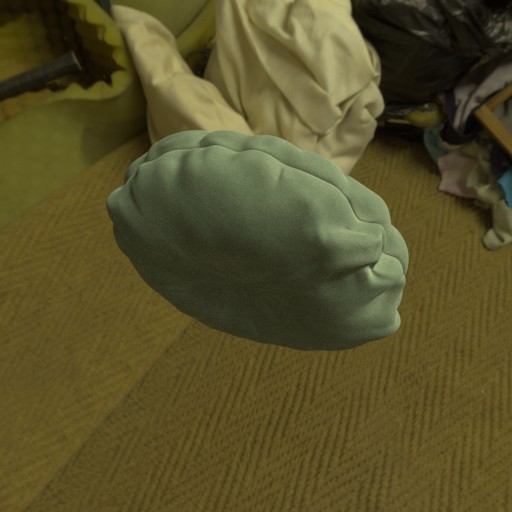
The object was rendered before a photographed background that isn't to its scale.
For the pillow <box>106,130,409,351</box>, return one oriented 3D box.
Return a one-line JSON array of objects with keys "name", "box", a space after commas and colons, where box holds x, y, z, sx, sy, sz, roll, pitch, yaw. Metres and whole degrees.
[{"name": "pillow", "box": [0.000, 0.000, 0.630, 0.428, 0.407, 0.148, 17, 59, 10]}]
